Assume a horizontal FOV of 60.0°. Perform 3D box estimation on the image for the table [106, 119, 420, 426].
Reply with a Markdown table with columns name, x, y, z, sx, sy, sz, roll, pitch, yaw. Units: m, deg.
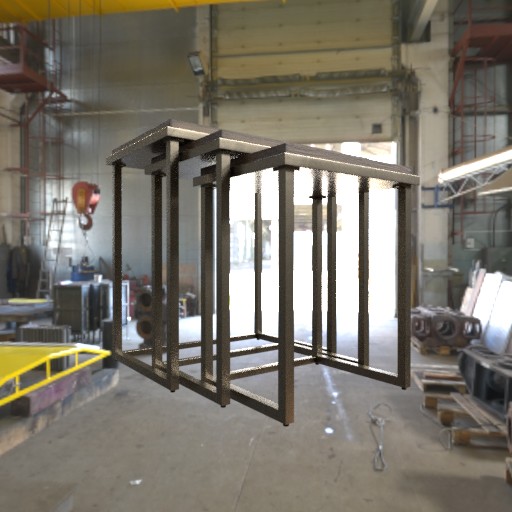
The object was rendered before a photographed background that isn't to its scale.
| name | x | y | z | sx | sy | sz | roll | pitch | yaw |
| --- | --- | --- | --- | --- | --- | --- | --- | --- | --- |
| table | 0.000 | 0.000 | 1.172 | 0.559 | 0.610 | 0.706 | 0 | 1 | -37 |
